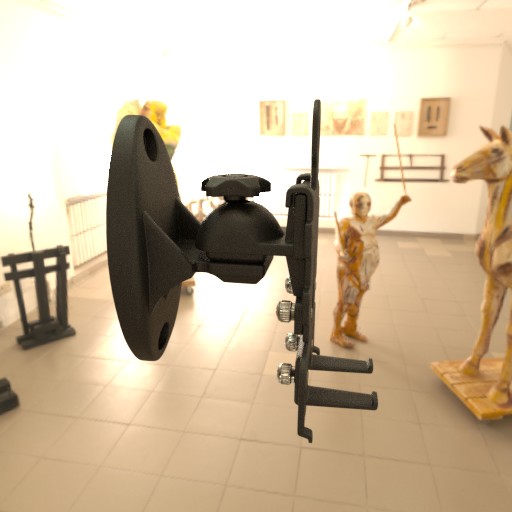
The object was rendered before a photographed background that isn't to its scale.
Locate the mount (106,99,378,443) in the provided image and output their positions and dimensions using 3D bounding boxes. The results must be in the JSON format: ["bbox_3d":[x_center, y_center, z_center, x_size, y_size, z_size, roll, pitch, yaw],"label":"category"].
[{"bbox_3d":[0.000,0.000,0.177,0.100,0.118,0.066,3,17,10],"label":"mount"}]
